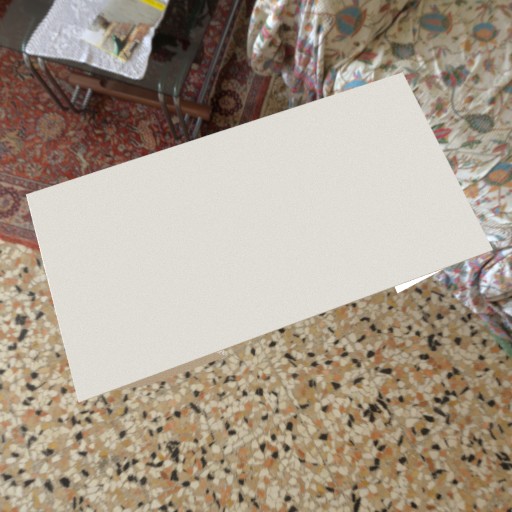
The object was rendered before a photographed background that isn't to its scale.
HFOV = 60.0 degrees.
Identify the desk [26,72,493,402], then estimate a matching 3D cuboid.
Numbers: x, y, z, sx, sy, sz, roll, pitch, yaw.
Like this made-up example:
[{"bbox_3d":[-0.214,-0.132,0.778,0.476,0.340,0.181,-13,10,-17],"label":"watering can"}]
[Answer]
[{"bbox_3d":[0.000,0.000,1.516,1.097,0.735,0.560,-19,77,-5],"label":"desk"}]
